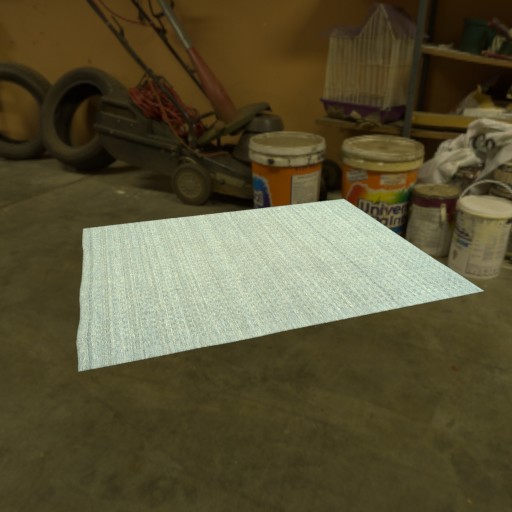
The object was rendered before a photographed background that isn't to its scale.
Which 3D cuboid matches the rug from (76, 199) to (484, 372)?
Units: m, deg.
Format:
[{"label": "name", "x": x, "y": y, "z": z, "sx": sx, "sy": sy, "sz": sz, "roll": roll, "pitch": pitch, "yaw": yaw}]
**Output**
[{"label": "rug", "x": 0.000, "y": 0.000, "z": 4.276, "sx": 3.200, "sy": 0.007, "sz": 2.443, "roll": -8, "pitch": 28, "yaw": -16}]
